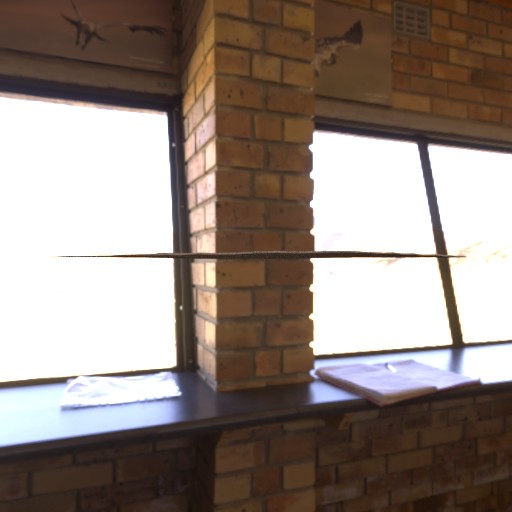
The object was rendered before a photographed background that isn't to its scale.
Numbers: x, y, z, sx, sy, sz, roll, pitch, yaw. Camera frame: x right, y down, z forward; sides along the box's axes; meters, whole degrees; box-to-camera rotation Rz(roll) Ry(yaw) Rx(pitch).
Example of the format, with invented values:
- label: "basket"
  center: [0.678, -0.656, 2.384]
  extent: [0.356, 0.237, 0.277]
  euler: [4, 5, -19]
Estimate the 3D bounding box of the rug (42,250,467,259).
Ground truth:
- label: "rug"
  center: [0.000, 0.000, 3.244]
  extent: [2.455, 0.025, 1.964]
  euler: [-1, -1, 38]
